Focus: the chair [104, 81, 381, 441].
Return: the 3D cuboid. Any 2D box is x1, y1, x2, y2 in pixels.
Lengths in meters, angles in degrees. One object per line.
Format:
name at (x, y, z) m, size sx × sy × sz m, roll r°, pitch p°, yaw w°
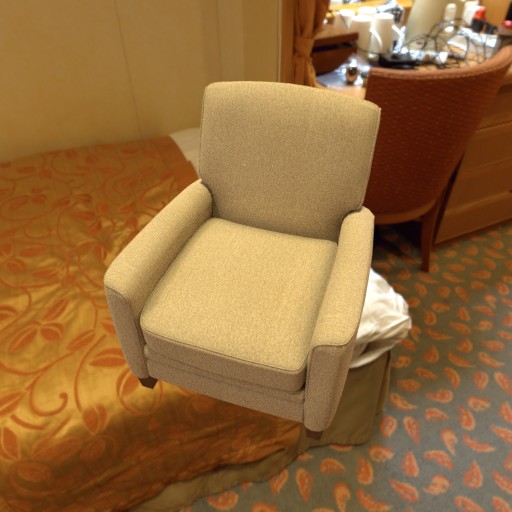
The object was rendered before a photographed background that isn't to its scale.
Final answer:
chair at (0.000, 0.000, 1.673) m, size 0.848 × 1.014 × 0.864 m, roll 12°, pitch 43°, yaw 14°
